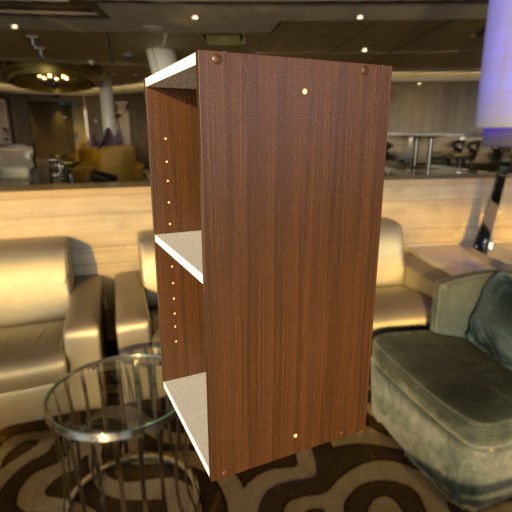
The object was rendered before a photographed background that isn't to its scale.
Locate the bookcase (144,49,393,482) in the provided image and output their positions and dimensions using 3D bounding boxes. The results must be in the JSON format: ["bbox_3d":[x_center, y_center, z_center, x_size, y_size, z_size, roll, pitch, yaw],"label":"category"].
[{"bbox_3d":[0.000,0.000,0.779,0.290,0.600,0.300,-7,17,-25],"label":"bookcase"}]
